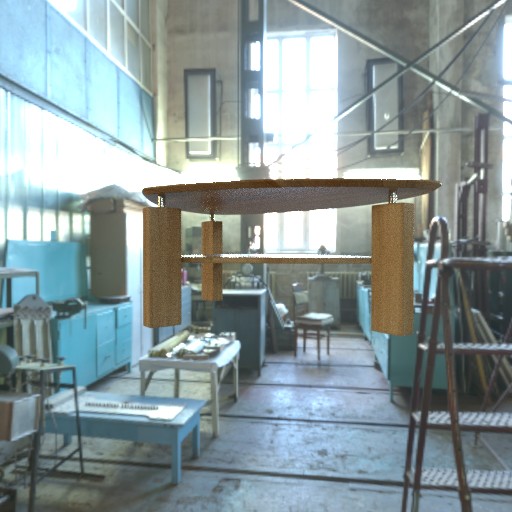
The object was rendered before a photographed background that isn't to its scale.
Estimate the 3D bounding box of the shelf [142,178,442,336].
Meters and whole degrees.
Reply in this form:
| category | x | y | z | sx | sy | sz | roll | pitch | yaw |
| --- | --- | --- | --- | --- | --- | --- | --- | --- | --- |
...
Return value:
| category | x | y | z | sx | sy | sz | roll | pitch | yaw |
| --- | --- | --- | --- | --- | --- | --- | --- | --- | --- |
| shelf | 0.000 | 0.000 | 1.646 | 0.863 | 0.439 | 1.240 | -1 | 1 | -36 |
